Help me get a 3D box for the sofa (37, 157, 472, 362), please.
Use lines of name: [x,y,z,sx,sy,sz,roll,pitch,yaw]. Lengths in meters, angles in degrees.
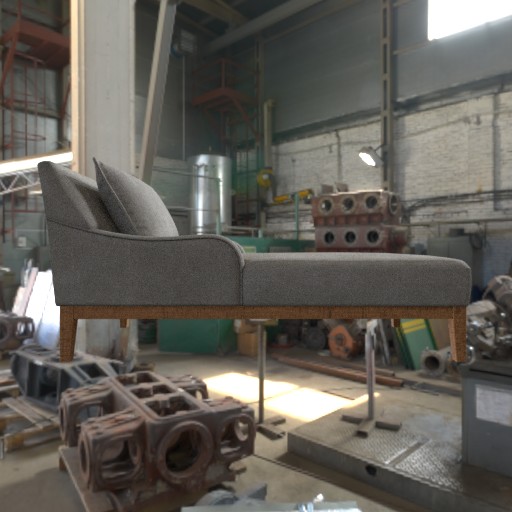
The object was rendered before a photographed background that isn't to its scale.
sofa: [0.000,0.000,2.237,1.779,0.859,0.894,0,1,0]
